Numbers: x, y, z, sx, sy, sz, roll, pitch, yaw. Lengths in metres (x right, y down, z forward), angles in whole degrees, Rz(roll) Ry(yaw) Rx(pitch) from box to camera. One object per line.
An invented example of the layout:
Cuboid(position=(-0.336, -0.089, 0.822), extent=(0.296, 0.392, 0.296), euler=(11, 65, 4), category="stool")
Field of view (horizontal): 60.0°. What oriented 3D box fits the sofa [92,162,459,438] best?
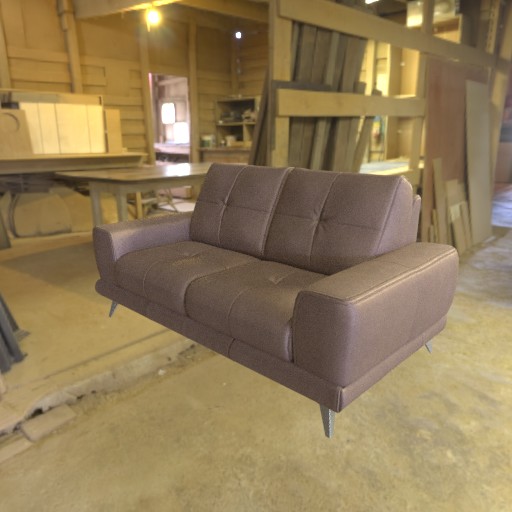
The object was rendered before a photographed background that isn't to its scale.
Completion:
Cuboid(position=(0.000, 0.000, 2.385), extent=(1.806, 0.907, 1.018), euler=(14, 21, 42), category="sofa")
